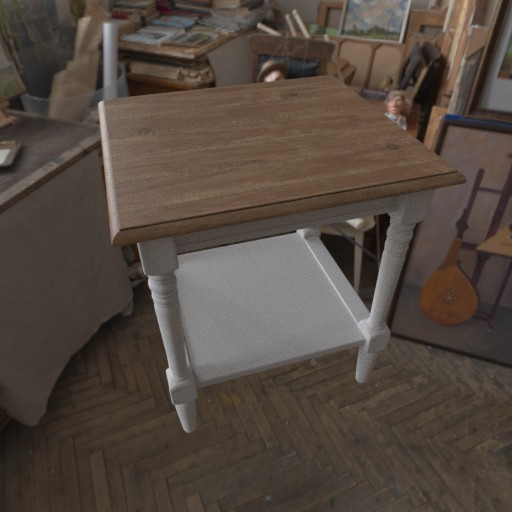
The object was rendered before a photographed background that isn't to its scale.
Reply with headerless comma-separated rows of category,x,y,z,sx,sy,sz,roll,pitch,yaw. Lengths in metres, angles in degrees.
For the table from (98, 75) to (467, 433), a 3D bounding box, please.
table,0.000,0.000,0.934,0.508,0.561,0.457,-11,42,-13
